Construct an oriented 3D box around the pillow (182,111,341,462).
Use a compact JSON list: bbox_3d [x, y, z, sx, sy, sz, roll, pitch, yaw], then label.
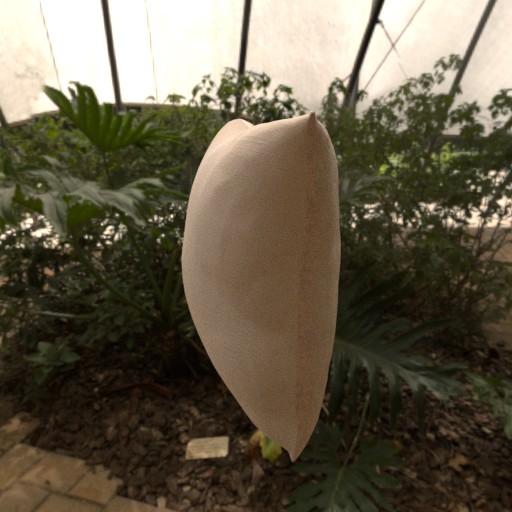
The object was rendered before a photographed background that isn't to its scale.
[{"bbox_3d":[0.000,0.000,0.740,0.245,0.448,0.450,-3,16,-10],"label":"pillow"}]
